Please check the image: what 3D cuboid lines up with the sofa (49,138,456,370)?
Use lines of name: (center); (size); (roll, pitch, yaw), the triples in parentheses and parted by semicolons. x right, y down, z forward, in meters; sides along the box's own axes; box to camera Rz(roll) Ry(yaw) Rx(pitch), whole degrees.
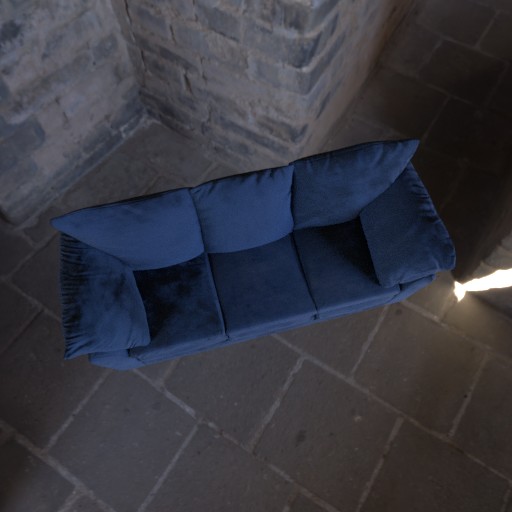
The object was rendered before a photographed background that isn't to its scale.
sofa: (0.000, 0.000, 2.881); (2.390, 1.091, 0.907); (-13, 64, -6)
